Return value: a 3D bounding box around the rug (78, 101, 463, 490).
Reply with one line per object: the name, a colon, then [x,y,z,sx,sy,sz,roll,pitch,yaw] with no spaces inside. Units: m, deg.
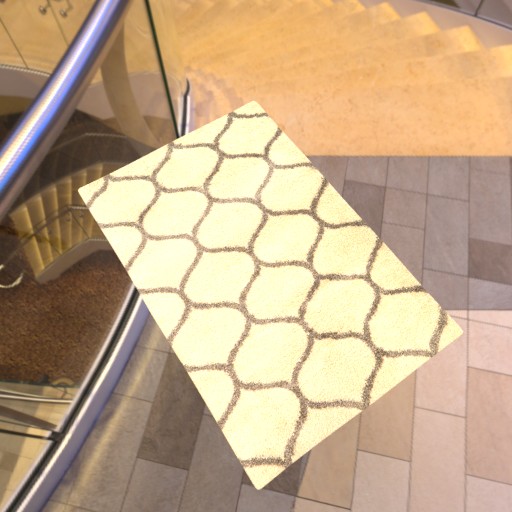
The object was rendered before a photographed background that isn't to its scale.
rug: [0.000,0.000,3.457,1.801,0.026,2.701,-31,68,-14]
